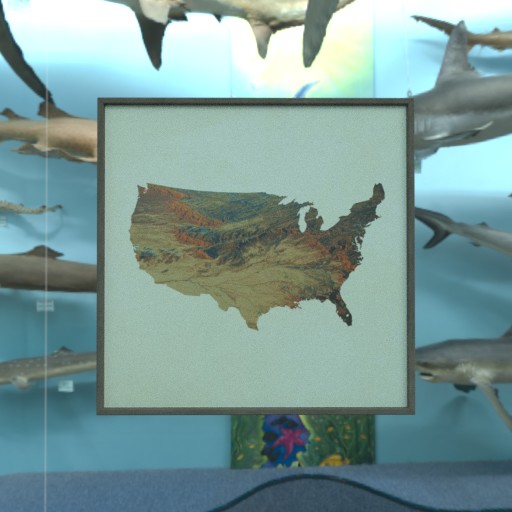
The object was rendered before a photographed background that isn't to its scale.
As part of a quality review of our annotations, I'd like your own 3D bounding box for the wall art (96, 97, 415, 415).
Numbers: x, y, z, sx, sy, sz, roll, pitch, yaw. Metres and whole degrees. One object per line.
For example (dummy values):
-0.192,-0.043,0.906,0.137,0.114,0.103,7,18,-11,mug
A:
0.000,0.000,0.440,0.303,0.302,0.038,0,-1,0,wall art
